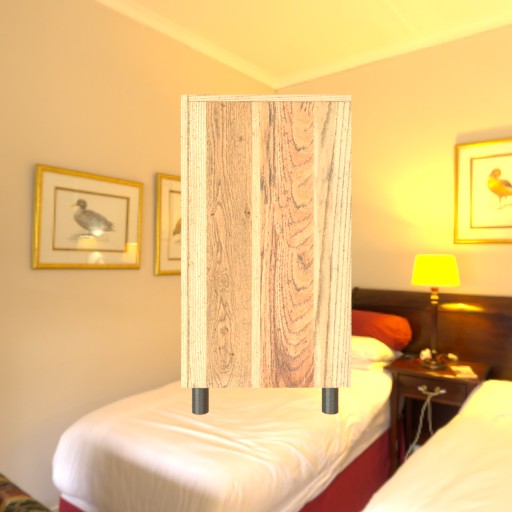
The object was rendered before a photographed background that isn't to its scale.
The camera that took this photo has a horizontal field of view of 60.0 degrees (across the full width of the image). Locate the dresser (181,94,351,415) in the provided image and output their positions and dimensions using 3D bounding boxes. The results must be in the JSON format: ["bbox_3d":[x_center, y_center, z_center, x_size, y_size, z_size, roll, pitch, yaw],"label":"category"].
[{"bbox_3d":[0.000,0.000,1.919,0.487,0.834,1.547,0,0,0],"label":"dresser"}]
